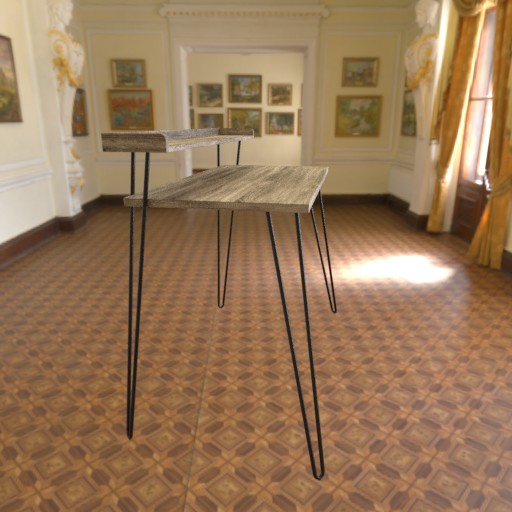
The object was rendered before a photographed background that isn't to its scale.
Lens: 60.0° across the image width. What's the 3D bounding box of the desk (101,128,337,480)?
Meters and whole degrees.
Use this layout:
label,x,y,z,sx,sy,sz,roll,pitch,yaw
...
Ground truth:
label,x,y,z,sx,sy,sz,roll,pitch,yaw
desk,0.000,0.000,1.645,0.605,0.899,1.135,3,17,11
